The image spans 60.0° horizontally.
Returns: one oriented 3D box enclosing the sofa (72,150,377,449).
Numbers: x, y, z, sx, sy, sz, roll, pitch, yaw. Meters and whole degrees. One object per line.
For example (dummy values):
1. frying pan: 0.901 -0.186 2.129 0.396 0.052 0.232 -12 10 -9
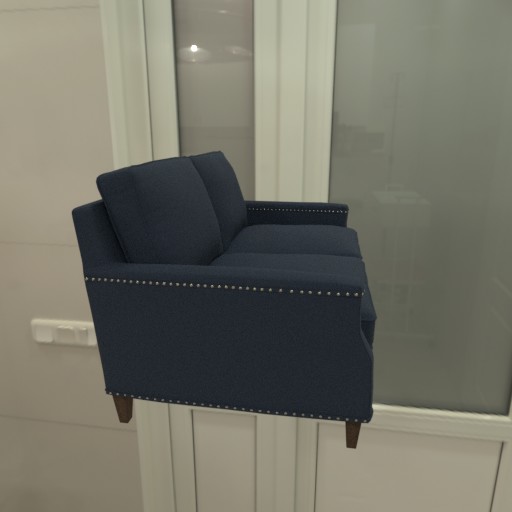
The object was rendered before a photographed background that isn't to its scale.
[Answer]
1. sofa: 0.000 0.000 2.255 1.084 1.003 1.597 3 16 9
